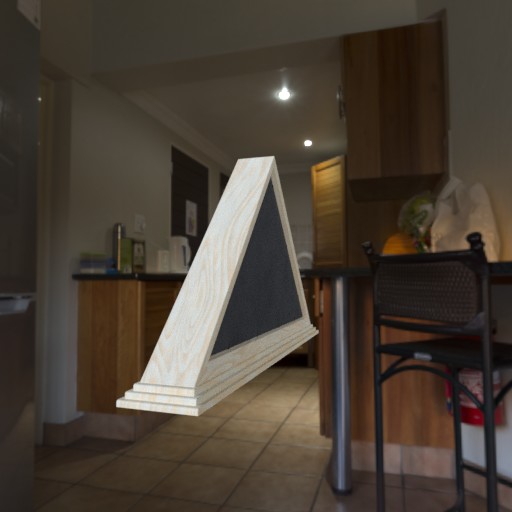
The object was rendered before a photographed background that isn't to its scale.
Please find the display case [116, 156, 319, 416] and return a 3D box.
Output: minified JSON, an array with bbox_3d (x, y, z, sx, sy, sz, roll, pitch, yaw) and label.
[{"bbox_3d":[0.000,0.000,0.760,0.095,0.340,0.640,-1,-2,19],"label":"display case"}]
